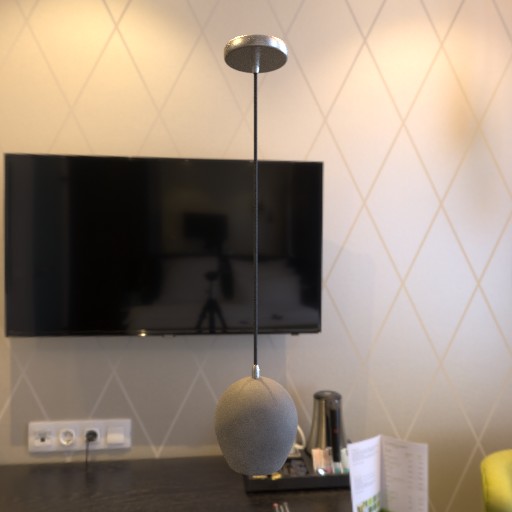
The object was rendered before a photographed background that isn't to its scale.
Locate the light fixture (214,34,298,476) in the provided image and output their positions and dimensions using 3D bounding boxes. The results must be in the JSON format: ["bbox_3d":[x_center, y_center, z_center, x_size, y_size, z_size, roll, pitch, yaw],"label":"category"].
[{"bbox_3d":[0.000,0.000,0.817,0.153,0.760,0.153,0,0,-36],"label":"light fixture"}]
